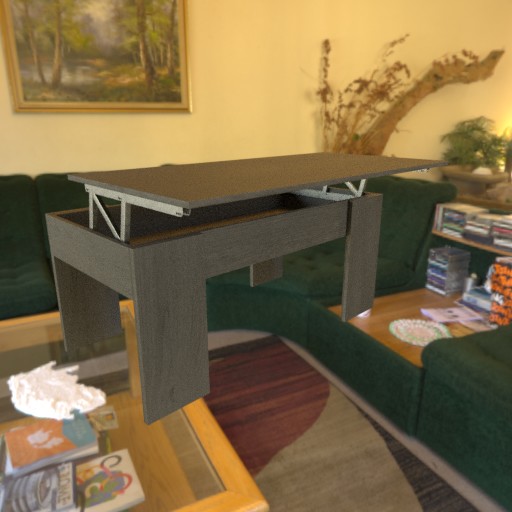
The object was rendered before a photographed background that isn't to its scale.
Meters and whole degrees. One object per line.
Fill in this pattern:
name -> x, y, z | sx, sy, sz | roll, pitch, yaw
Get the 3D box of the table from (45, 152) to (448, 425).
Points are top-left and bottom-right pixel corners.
table -> 0.000, 0.000, 1.394 | 1.000, 0.570, 0.711 | -16, 24, -41
